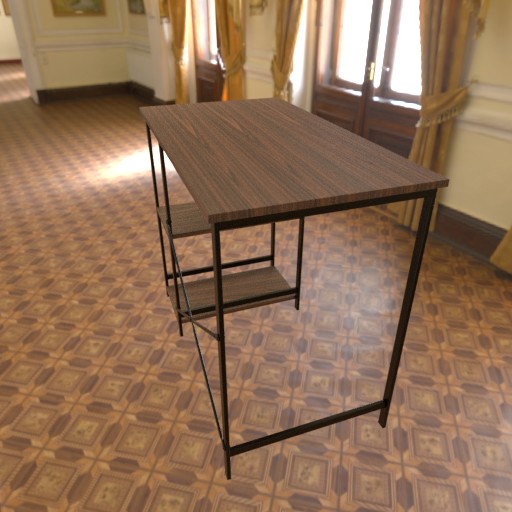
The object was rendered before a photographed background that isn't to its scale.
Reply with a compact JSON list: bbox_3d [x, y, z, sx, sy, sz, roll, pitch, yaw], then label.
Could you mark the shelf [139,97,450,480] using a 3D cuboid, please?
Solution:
[{"bbox_3d":[0.000,0.000,1.368,0.498,0.750,0.902,-10,32,-17],"label":"shelf"}]
